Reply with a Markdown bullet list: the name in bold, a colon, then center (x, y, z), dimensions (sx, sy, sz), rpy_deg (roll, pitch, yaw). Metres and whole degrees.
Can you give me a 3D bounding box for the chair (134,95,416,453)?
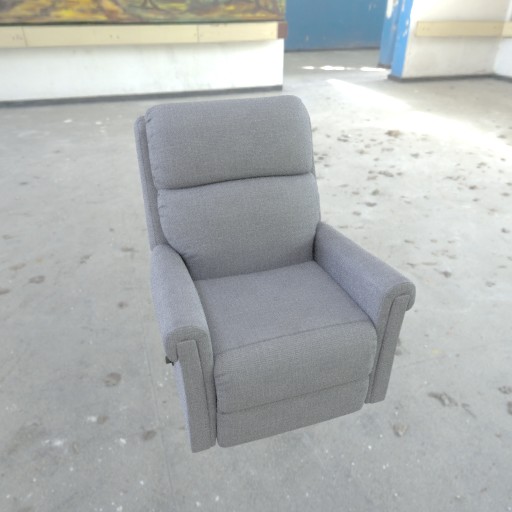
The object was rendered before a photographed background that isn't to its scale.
- **chair**: center (0.000, 0.000, 1.749), dimensions (0.838, 1.054, 1.014), rpy_deg (-9, 32, -15)
